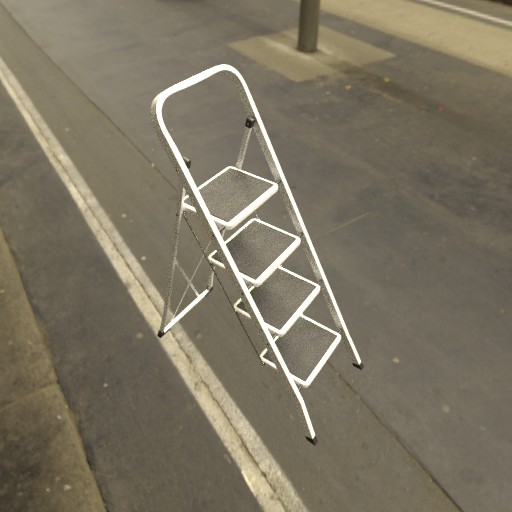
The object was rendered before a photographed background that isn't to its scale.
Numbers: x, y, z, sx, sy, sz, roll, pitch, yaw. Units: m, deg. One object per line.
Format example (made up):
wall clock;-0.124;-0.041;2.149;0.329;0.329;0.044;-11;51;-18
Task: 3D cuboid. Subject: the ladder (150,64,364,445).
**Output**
ladder;0.000;0.000;1.704;0.914;1.265;0.460;26;48;25
